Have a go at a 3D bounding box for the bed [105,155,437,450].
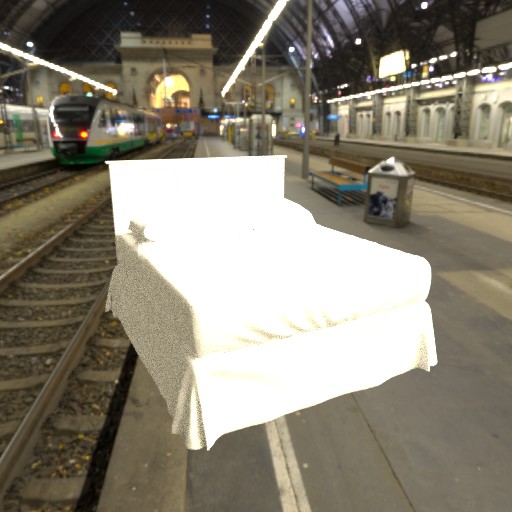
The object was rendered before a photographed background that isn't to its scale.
[{"bbox_3d":[0.000,0.000,3.197,1.876,1.269,2.047,-8,18,-27],"label":"bed"}]
